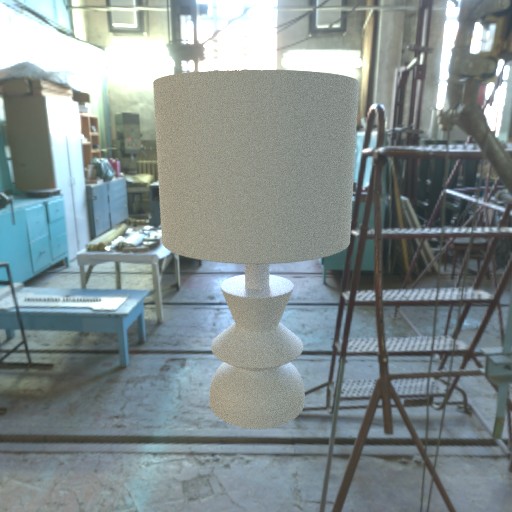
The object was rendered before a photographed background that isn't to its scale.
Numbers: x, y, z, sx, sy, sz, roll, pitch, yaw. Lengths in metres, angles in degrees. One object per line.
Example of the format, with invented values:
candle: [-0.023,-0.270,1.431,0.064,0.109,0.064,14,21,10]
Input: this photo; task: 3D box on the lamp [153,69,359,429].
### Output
lamp: [0.000,0.000,0.732,0.301,0.533,0.301,-14,21,-42]
